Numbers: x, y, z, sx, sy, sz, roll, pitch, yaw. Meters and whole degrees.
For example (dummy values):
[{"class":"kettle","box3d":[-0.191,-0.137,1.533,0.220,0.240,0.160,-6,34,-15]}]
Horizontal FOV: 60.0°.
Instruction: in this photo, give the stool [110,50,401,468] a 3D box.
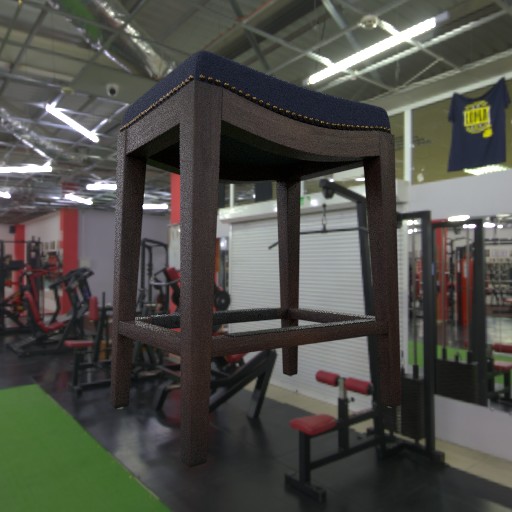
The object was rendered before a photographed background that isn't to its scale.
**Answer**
[{"class":"stool","box3d":[0.000,0.000,0.944,0.500,0.642,0.361,1,-2,-36]}]
